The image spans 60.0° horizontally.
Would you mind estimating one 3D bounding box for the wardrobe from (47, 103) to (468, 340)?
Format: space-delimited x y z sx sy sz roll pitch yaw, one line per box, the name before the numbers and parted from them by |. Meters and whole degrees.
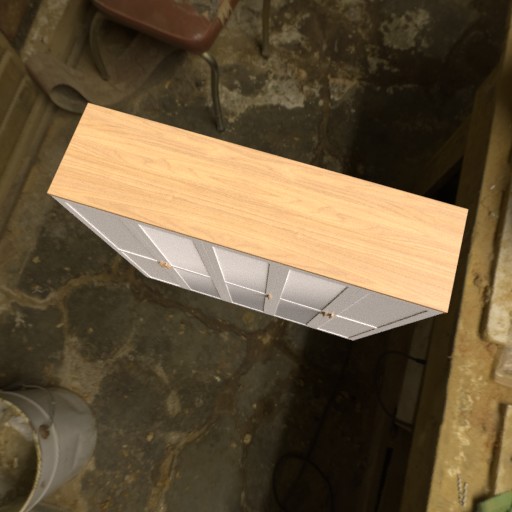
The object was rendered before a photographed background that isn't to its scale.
wardrobe | 0.000 0.000 3.441 2.160 2.260 0.590 17 76 4
